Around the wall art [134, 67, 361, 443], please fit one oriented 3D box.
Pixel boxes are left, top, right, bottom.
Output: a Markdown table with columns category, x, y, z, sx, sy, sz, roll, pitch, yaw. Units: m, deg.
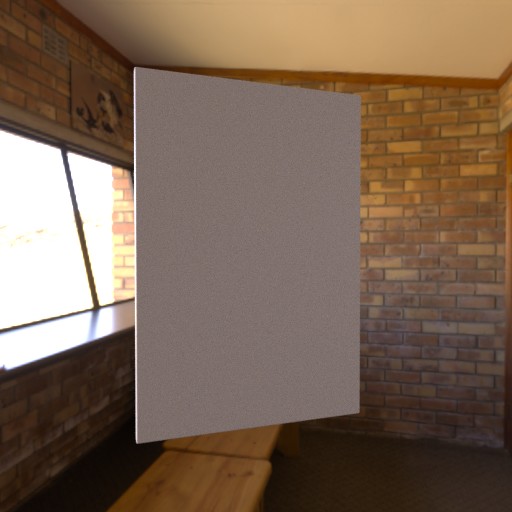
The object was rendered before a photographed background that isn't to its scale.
| category | x | y | z | sx | sy | sz | roll | pitch | yaw |
| --- | --- | --- | --- | --- | --- | --- | --- | --- | --- |
| wall art | 0.000 | 0.000 | 1.535 | 0.808 | 1.183 | 0.038 | 0 | 1 | -19 |
